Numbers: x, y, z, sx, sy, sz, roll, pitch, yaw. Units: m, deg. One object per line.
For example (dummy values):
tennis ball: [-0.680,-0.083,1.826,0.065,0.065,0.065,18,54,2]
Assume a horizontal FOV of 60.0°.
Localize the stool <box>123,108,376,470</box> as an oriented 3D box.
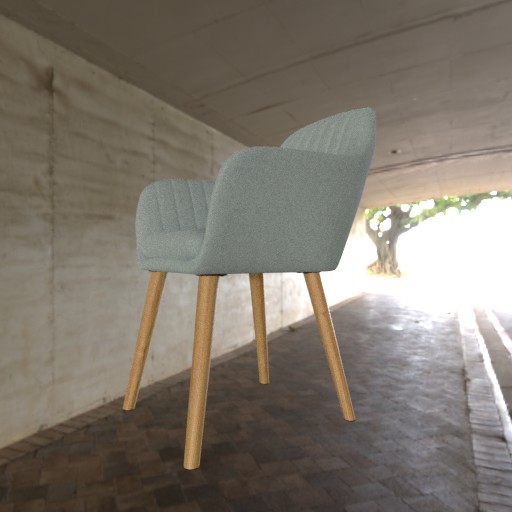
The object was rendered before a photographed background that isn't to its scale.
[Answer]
stool: [0.000,0.000,1.186,0.590,0.830,0.503,0,0,-34]
